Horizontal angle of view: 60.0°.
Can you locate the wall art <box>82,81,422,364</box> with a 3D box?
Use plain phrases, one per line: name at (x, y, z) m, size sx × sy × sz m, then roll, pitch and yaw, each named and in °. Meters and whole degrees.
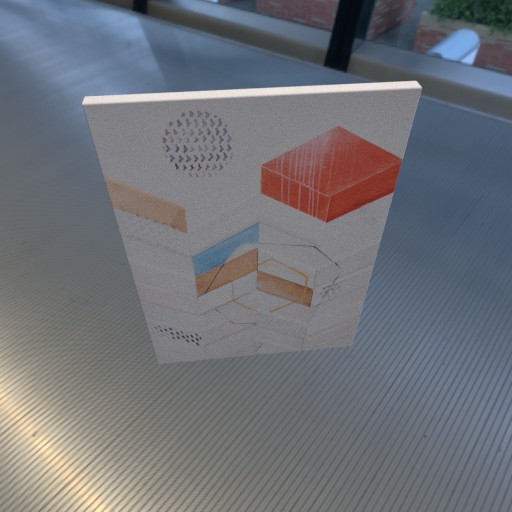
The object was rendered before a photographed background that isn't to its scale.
wall art at (0.000, 0.000, 1.104) m, size 0.613 × 0.848 × 0.036 m, roll -4°, pitch 45°, yaw -4°
